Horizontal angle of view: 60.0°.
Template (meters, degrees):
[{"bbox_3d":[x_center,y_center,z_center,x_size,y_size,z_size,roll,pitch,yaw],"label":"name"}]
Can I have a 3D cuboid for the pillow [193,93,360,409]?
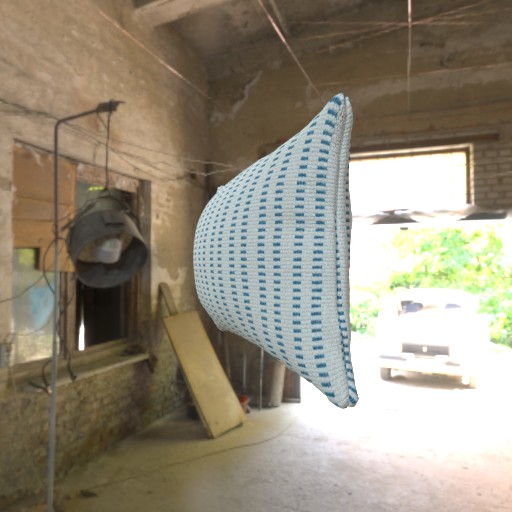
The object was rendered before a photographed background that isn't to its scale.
[{"bbox_3d":[0.000,0.000,0.788,0.210,0.353,0.640,0,-1,-17],"label":"pillow"}]
